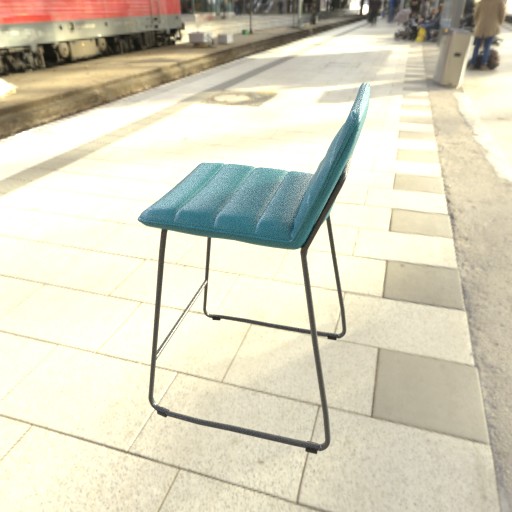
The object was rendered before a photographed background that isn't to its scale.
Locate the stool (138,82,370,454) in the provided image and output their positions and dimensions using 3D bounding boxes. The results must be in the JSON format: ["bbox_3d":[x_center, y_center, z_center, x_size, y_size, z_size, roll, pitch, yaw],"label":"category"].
[{"bbox_3d":[0.000,0.000,1.207,0.524,0.866,0.489,8,31,13],"label":"stool"}]
